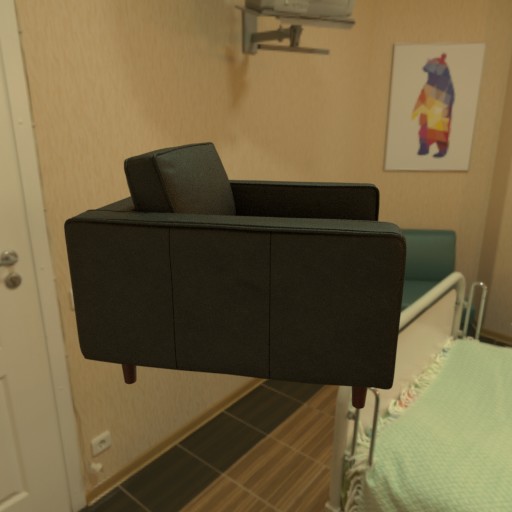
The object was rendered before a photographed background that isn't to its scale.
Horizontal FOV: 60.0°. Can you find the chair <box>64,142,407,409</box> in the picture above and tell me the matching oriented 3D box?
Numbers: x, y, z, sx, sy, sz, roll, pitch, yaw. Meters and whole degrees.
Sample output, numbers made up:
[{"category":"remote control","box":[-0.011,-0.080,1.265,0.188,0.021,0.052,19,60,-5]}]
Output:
[{"category":"chair","box":[0.000,0.000,1.574,0.914,0.763,0.889,3,17,10]}]
